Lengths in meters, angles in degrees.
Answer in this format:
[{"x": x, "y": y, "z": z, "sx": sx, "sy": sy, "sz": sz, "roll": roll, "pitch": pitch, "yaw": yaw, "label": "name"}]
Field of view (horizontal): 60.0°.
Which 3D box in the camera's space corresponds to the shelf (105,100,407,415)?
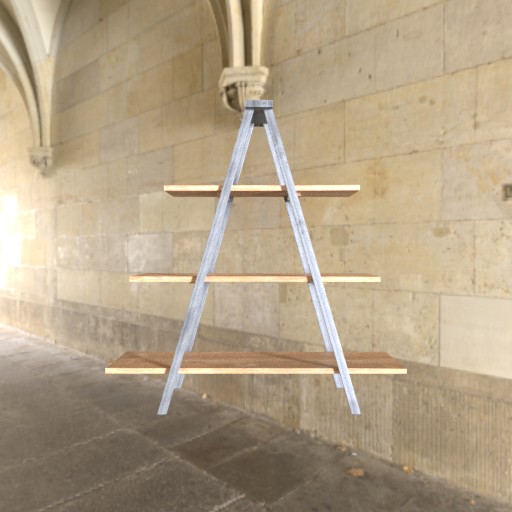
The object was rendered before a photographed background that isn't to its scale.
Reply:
[{"x": 0.000, "y": 0.000, "z": 2.771, "sx": 1.746, "sy": 1.808, "sz": 0.508, "roll": 0, "pitch": 1, "yaw": 0, "label": "shelf"}]
